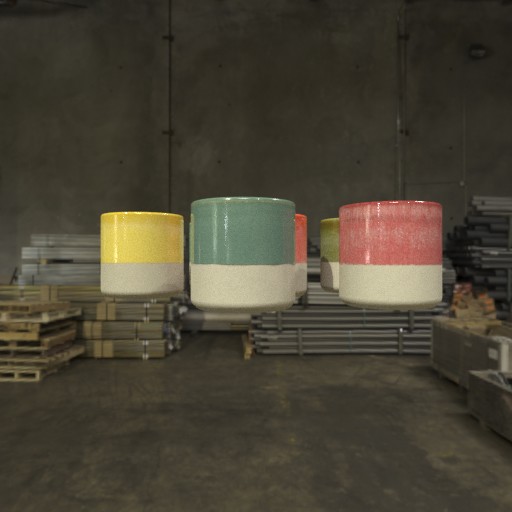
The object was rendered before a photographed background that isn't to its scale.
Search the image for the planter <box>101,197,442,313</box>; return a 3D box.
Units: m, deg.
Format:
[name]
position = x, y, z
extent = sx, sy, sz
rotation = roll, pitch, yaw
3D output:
[planter]
position = 0.000, 0.000, 0.411
extent = 0.286, 0.075, 0.257
rotation = 0, 0, 0
